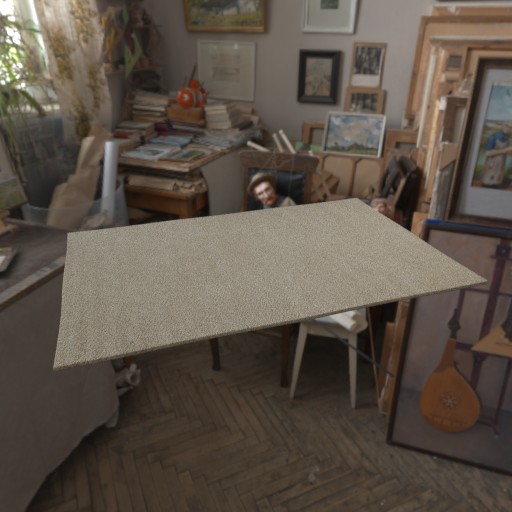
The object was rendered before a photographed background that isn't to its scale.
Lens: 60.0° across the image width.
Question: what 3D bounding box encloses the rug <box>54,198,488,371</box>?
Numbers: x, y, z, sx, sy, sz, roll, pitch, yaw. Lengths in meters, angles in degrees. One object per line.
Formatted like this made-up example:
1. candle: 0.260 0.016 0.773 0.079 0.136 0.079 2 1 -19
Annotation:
1. rug: 0.000 0.000 2.882 2.346 0.025 1.500 -9 28 -16
